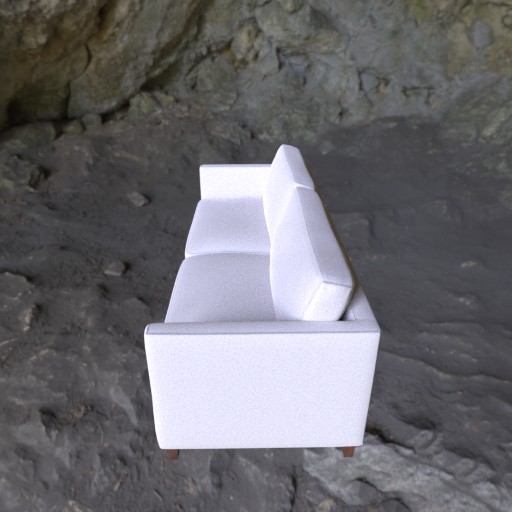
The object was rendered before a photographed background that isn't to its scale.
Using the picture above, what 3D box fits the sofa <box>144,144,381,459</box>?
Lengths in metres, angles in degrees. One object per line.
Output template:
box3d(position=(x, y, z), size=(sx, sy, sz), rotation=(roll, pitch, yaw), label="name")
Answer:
box3d(position=(0.000, 0.000, 2.845), size=(0.951, 0.962, 2.361), rotation=(0, 27, -1), label="sofa")
